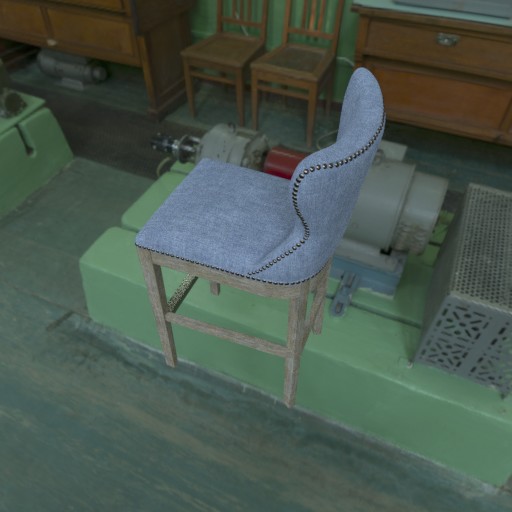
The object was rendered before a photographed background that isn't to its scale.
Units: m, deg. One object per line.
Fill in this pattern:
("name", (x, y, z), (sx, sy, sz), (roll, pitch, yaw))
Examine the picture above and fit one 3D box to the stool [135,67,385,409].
("stool", (0.000, 0.000, 1.439), (0.606, 1.123, 0.494), (17, 49, 15))
